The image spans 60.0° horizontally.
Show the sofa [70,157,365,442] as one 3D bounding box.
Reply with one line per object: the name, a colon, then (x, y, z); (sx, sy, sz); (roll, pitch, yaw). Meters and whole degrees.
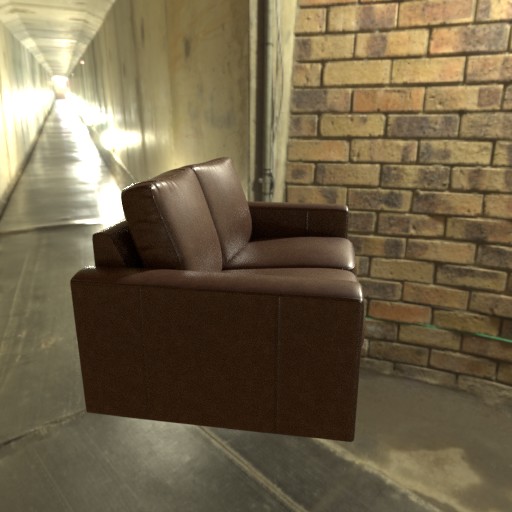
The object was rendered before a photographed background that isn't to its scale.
sofa: (0.000, 0.000, 2.206); (1.016, 0.873, 1.616); (3, 17, 9)
